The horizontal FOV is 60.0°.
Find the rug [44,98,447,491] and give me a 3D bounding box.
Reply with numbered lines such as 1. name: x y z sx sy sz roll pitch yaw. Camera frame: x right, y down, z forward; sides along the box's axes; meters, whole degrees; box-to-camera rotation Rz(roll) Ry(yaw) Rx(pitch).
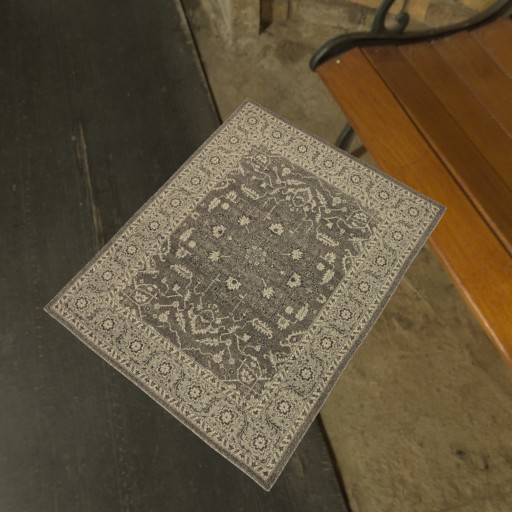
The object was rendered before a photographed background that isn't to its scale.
1. rug: 0.000 0.000 4.149 2.451 0.026 3.069 33 69 14
